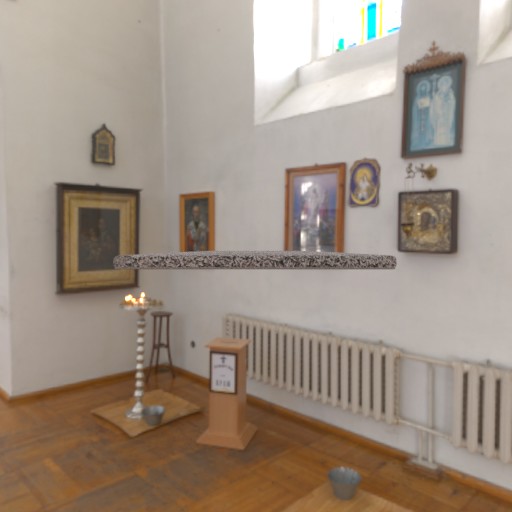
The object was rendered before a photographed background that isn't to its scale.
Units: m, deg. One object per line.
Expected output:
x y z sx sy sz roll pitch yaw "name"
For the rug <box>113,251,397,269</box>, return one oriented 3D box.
0.000 0.000 1.700 0.609 0.030 1.524 0 1 0 "rug"
